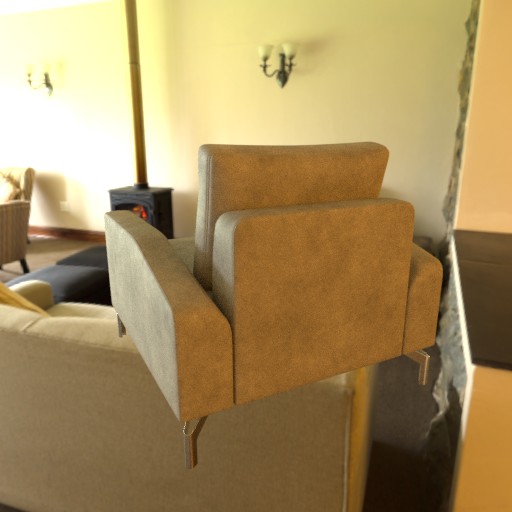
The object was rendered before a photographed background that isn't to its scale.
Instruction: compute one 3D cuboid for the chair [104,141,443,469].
[{"bbox_3d":[0.000,0.000,1.592,0.900,0.800,0.900,-8,18,-27],"label":"chair"}]
